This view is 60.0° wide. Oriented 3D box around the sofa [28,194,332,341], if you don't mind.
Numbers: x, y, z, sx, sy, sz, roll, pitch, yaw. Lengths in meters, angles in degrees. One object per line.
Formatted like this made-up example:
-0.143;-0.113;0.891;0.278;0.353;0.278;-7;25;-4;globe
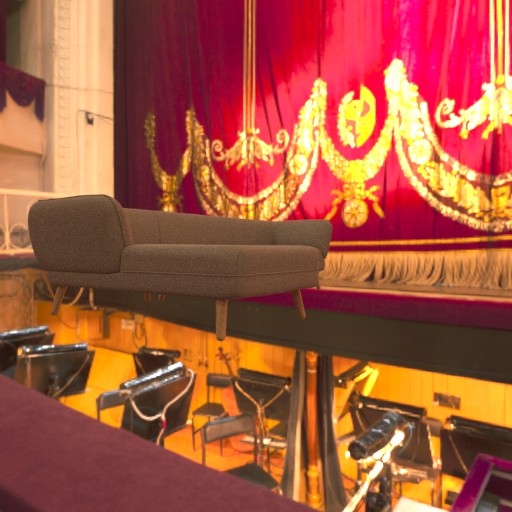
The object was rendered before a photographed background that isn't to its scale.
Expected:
0.000;0.000;3.305;1.532;0.693;2.653;1;1;35;sofa
